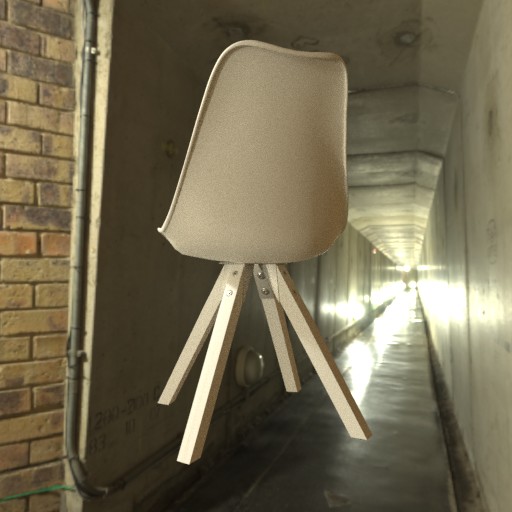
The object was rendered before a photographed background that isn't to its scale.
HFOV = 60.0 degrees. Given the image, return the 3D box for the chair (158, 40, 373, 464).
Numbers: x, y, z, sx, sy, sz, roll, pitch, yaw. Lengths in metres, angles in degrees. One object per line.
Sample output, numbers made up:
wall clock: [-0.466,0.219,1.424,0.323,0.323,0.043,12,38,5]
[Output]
chair: [0.000,0.000,1.148,0.485,0.850,0.550,0,-2,-18]
